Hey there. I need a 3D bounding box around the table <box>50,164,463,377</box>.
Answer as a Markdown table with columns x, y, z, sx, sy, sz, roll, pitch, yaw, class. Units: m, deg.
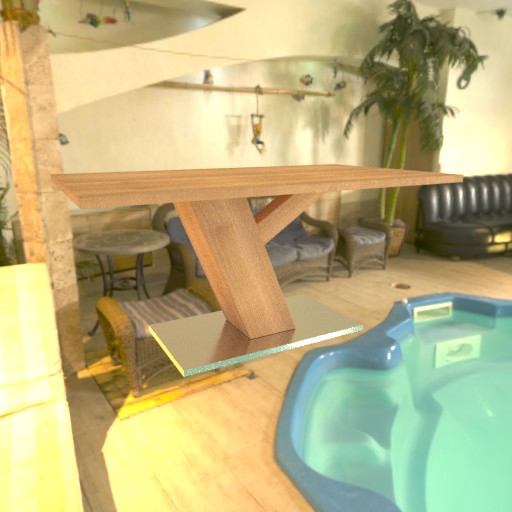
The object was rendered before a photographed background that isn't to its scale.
| x | y | z | sx | sy | sz | roll | pitch | yaw | class |
| --- | --- | --- | --- | --- | --- | --- | --- | --- | --- |
| 0.000 | 0.000 | 2.066 | 1.600 | 0.750 | 0.900 | -8 | 17 | -28 | table |
